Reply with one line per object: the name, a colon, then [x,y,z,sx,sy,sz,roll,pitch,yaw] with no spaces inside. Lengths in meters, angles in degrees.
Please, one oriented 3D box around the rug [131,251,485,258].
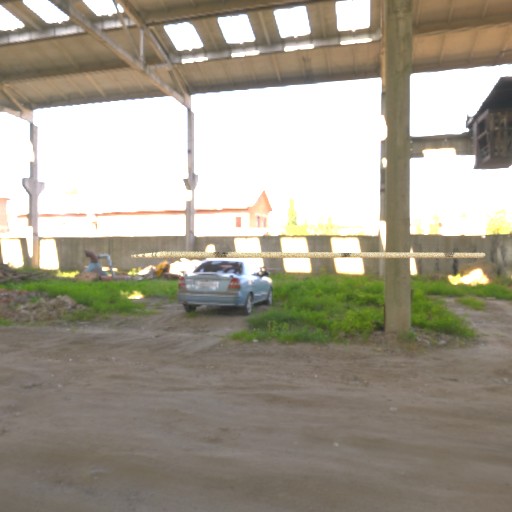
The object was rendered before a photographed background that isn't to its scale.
rug: [0.000,0.000,2.948,1.501,0.024,2.348,0,0,-18]
